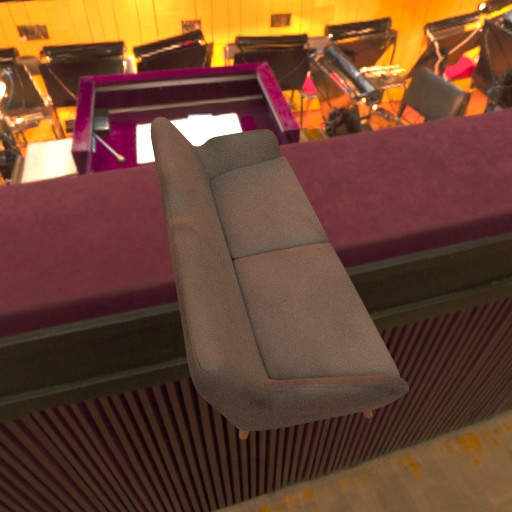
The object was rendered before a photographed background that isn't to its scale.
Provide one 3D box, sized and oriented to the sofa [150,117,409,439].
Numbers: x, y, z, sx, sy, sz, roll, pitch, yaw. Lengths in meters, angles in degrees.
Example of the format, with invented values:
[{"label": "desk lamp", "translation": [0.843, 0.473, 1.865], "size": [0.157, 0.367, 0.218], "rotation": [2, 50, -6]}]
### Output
[{"label": "sofa", "translation": [0.000, 0.000, 2.310], "size": [0.850, 0.810, 1.870], "rotation": [-10, 47, -10]}]
